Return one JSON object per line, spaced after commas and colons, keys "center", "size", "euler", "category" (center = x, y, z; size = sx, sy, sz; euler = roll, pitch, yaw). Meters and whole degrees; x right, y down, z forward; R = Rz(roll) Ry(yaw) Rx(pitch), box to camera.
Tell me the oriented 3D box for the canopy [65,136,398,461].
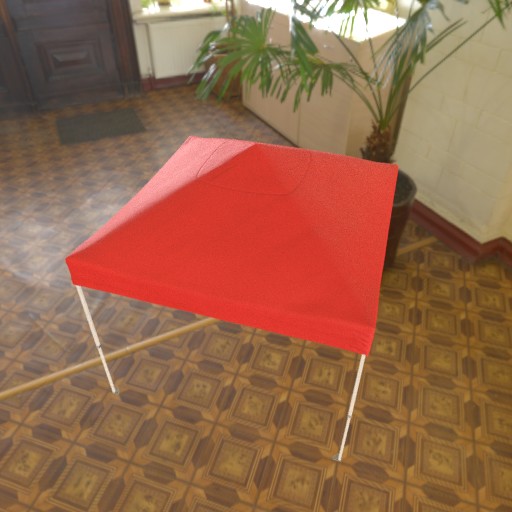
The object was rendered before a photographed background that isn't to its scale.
{"center": [0.000, 0.000, 5.527], "size": [2.996, 2.997, 2.998], "euler": [11, 41, 14], "category": "canopy"}
